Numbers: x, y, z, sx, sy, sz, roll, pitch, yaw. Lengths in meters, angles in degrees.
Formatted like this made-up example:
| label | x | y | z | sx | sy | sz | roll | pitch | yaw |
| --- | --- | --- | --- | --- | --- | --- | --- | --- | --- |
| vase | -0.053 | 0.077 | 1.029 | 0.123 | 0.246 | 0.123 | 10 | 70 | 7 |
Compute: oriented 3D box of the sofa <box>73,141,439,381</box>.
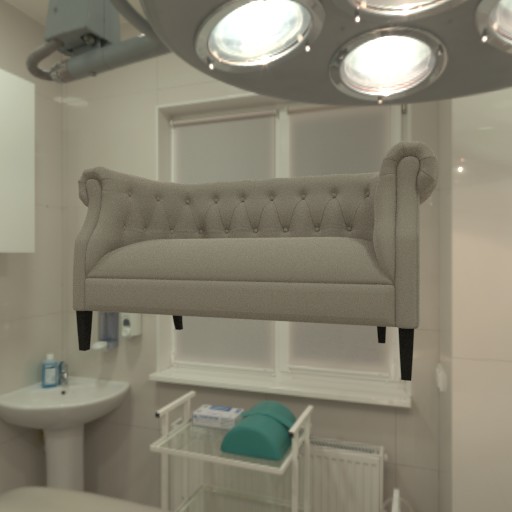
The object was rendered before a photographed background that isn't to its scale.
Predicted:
| label | x | y | z | sx | sy | sz | roll | pitch | yaw |
| --- | --- | --- | --- | --- | --- | --- | --- | --- | --- |
| sofa | 0.000 | 0.000 | 2.063 | 1.558 | 0.827 | 0.835 | 0 | 0 | 20 |
